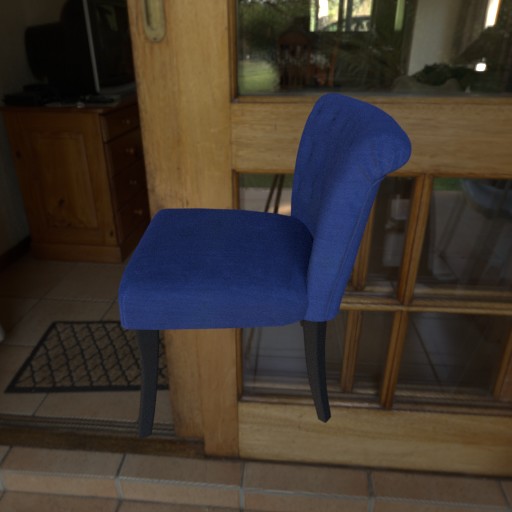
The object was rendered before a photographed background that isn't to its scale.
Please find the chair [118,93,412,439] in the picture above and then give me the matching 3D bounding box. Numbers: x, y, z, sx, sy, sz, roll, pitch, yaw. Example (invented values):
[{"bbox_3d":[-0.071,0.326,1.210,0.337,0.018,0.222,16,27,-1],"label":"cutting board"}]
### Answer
[{"bbox_3d":[0.000,0.000,1.160,0.606,0.753,0.585,0,26,-1],"label":"chair"}]
